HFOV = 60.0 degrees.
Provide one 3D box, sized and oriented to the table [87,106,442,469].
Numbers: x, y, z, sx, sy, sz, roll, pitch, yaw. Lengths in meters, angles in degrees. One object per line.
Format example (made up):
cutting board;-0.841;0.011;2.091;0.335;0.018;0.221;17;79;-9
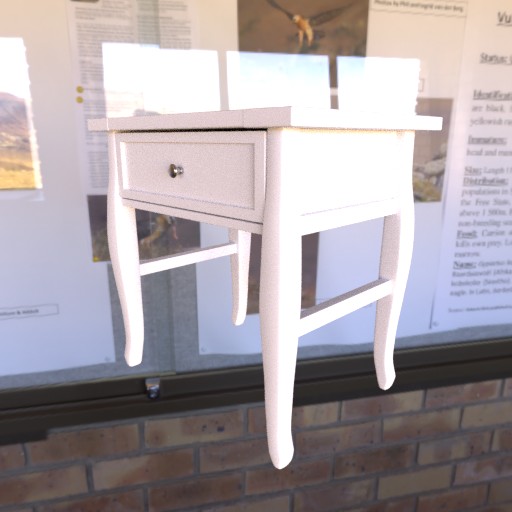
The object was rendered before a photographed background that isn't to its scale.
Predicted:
table;0.000;0.000;1.012;0.463;0.605;0.599;-14;21;-43
